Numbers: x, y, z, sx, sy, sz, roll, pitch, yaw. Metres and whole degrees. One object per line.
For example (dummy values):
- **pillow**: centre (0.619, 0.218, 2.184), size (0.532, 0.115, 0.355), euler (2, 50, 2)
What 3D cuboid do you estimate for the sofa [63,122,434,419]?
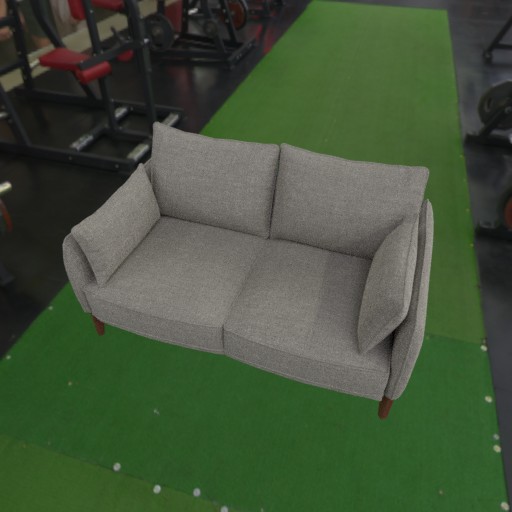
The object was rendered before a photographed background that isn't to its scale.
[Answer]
- **sofa**: centre (0.000, 0.000, 2.153), size (1.580, 0.851, 0.972), euler (13, 43, 14)
